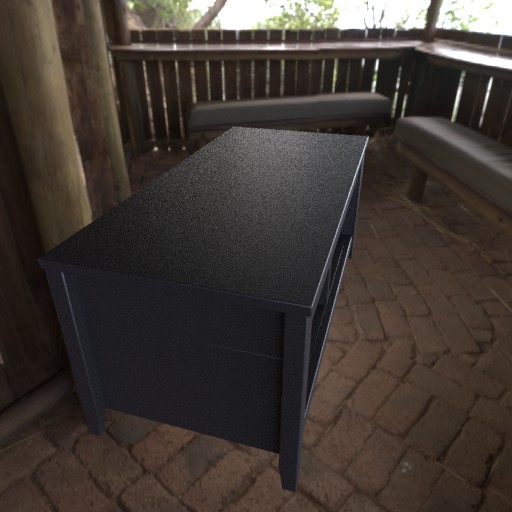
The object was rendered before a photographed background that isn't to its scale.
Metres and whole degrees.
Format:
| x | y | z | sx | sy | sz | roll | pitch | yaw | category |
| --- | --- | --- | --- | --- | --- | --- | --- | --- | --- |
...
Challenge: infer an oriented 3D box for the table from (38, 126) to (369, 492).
| x | y | z | sx | sy | sz | roll | pitch | yaw | category |
| --- | --- | --- | --- | --- | --- | --- | --- | --- | --- |
| 0.000 | 0.000 | 1.242 | 0.483 | 0.457 | 1.016 | 9 | 30 | 15 | table |
